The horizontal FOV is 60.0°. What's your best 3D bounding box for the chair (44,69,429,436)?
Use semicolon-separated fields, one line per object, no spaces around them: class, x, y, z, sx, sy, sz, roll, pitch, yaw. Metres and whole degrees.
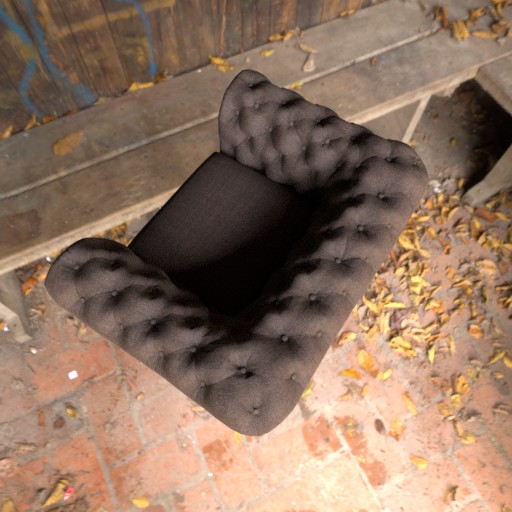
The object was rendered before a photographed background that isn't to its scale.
chair;0.000;0.000;1.913;0.945;0.780;1.298;32;68;15
